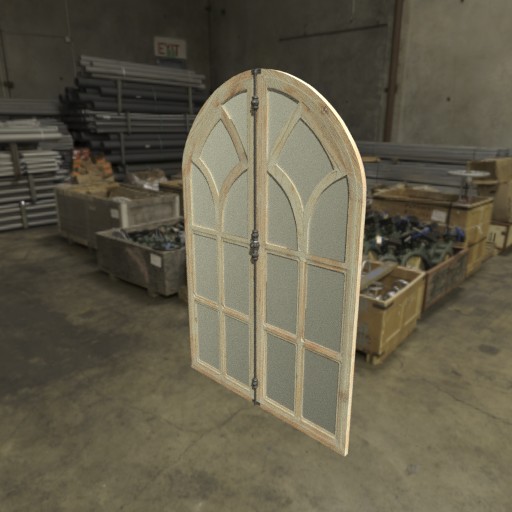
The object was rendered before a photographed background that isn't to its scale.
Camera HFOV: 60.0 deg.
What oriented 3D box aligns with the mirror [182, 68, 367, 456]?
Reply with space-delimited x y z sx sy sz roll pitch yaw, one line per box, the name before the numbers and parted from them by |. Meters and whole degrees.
mirror | 0.000 0.000 1.170 0.609 0.915 0.032 16 23 41
